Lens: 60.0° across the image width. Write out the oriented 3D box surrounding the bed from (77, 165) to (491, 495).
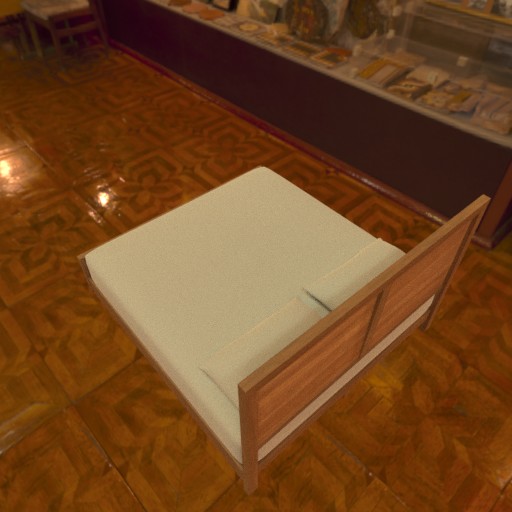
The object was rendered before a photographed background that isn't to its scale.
[{"bbox_3d":[0.000,0.000,3.393,2.003,1.387,2.184,-32,53,-27],"label":"bed"}]
